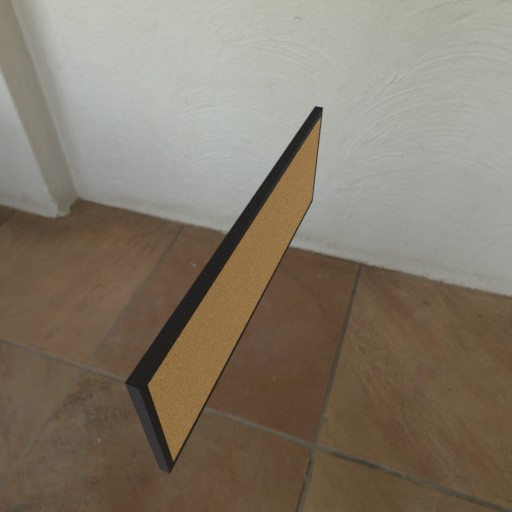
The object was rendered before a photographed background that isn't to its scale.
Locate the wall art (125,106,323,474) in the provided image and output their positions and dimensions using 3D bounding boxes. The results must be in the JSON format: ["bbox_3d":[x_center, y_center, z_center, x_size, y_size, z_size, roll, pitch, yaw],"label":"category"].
[{"bbox_3d":[0.000,0.000,1.778,0.041,0.554,1.572,16,47,16],"label":"wall art"}]
